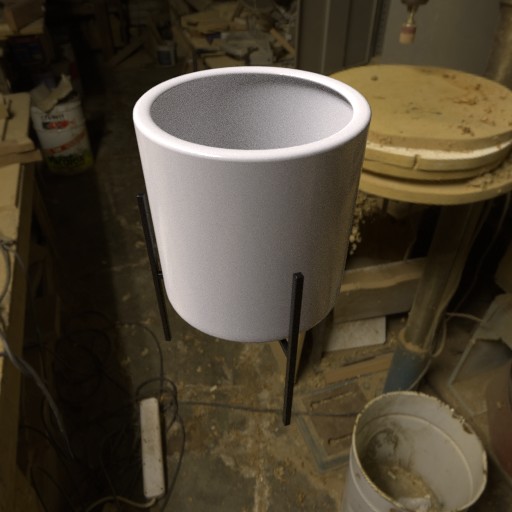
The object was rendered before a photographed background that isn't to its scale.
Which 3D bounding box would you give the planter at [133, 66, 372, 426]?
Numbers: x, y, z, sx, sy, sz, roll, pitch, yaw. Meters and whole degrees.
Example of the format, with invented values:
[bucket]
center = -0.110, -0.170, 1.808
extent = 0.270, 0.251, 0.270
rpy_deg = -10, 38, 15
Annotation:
[planter]
center = 0.000, 0.000, 0.517
extent = 0.239, 0.356, 0.239
rpy_deg = -12, 41, -14
